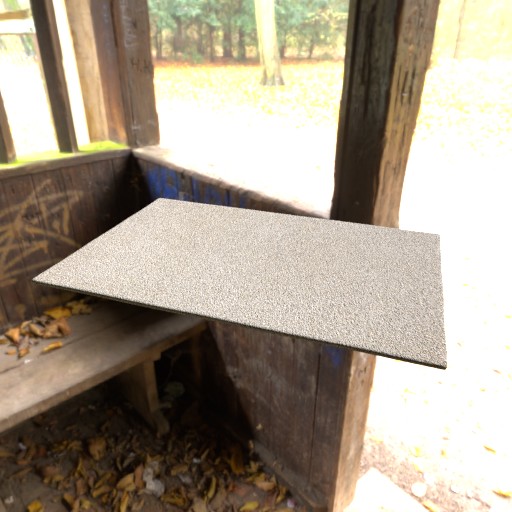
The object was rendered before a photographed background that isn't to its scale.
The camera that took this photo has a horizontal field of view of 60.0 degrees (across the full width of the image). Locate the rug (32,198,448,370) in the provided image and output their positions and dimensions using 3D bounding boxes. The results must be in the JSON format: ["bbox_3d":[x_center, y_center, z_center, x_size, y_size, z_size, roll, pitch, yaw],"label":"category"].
[{"bbox_3d":[0.000,0.000,3.462,2.743,0.030,1.778,9,29,17],"label":"rug"}]
